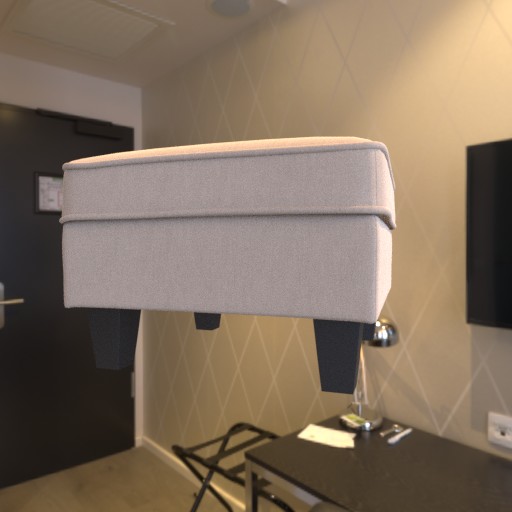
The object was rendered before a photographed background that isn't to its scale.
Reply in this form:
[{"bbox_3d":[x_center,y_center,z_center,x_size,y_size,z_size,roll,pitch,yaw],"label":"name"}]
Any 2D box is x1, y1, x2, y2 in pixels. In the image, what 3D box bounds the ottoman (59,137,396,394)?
[{"bbox_3d":[0.000,0.000,1.024,0.613,0.438,0.616,0,1,19],"label":"ottoman"}]
